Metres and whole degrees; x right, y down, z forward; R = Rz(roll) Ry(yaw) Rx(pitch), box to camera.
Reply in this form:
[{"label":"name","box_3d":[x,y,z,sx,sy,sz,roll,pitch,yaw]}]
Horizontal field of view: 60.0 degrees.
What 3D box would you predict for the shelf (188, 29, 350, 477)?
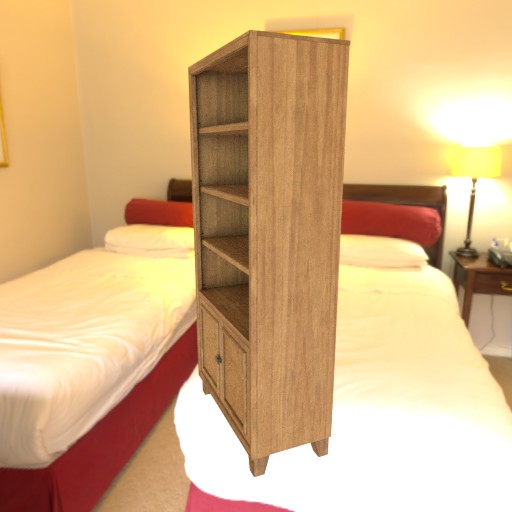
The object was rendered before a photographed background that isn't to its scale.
[{"label":"shelf","box_3d":[0.000,0.000,2.306,0.453,1.930,0.864,-6,15,-23]}]
